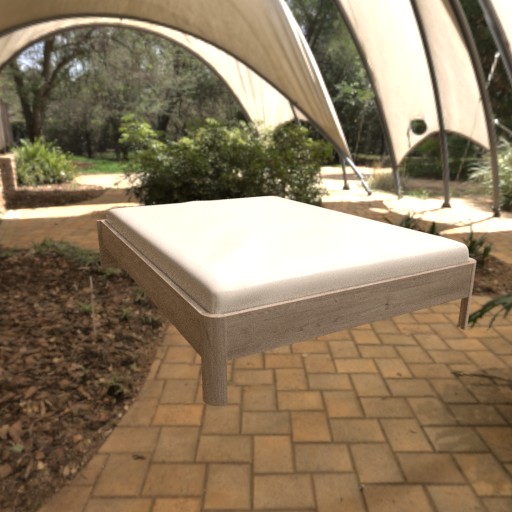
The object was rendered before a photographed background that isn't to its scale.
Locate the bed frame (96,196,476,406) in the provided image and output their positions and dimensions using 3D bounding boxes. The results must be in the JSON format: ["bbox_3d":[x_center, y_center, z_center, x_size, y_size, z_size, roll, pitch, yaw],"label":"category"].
[{"bbox_3d":[0.000,0.000,2.673,1.490,0.462,1.950,-9,18,-28],"label":"bed frame"}]
